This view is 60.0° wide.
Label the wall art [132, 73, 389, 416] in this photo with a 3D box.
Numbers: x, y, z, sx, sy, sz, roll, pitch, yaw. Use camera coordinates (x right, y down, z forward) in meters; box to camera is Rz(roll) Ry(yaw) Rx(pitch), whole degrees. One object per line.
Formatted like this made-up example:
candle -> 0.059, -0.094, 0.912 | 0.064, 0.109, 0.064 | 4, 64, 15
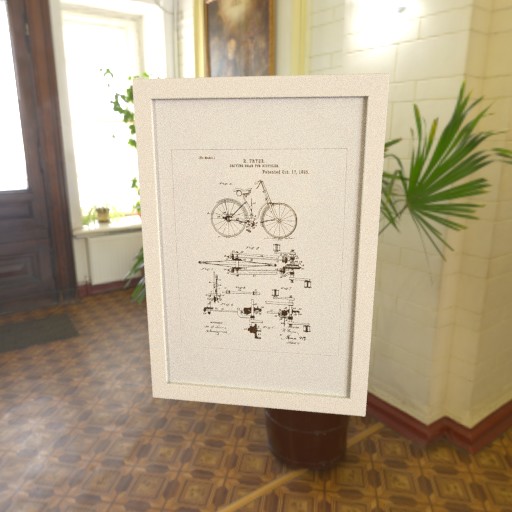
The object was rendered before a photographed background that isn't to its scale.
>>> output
wall art -> 0.000, 0.000, 0.632 | 0.332, 0.477, 0.015 | 2, 15, 9
